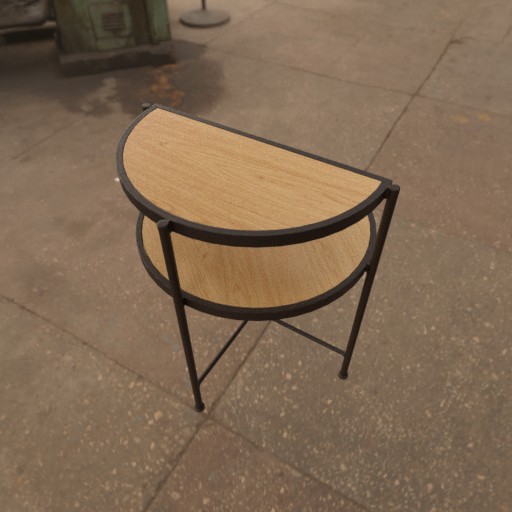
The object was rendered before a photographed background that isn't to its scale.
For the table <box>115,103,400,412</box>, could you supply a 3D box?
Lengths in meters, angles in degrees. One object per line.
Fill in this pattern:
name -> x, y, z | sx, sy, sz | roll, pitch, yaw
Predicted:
table -> 0.000, 0.000, 1.167 | 0.629, 0.684, 0.628 | 24, 50, 21
